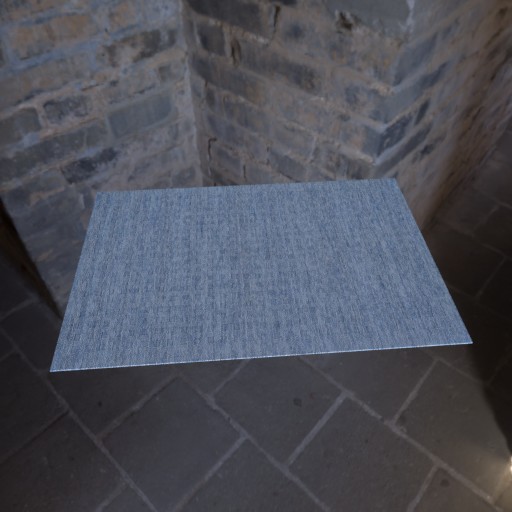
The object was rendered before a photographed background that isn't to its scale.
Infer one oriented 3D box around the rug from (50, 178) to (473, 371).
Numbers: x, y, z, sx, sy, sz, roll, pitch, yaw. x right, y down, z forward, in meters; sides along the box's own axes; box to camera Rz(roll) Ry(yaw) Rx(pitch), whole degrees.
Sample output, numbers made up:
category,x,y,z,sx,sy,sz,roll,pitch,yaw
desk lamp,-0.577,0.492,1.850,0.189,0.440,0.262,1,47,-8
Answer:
category,x,y,z,sx,sy,sz,roll,pitch,yaw
rug,0.000,0.000,2.220,1.752,0.006,1.142,-3,47,-3
